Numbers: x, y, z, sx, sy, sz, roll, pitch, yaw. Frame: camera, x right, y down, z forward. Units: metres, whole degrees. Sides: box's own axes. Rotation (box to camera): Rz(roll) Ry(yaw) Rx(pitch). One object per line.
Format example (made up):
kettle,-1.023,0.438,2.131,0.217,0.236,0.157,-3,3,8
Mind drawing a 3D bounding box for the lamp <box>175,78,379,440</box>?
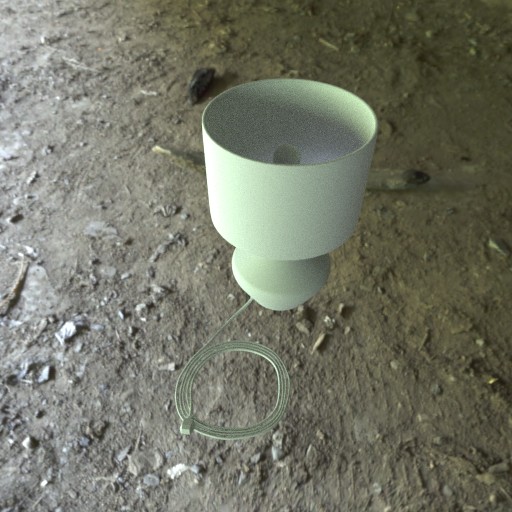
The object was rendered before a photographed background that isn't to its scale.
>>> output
lamp,0.000,0.000,0.851,0.546,0.457,0.401,-32,54,-28
